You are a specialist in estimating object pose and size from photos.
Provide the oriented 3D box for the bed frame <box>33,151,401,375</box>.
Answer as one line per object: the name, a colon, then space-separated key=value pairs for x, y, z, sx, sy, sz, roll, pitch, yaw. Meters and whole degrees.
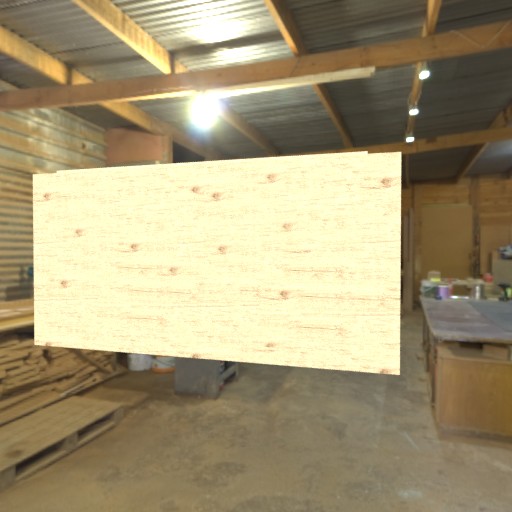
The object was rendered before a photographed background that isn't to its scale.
bed frame: x=0.000 y=0.000 z=3.176 sx=1.950 sy=0.970 sz=2.080 roll=0 pitch=1 yaw=18
